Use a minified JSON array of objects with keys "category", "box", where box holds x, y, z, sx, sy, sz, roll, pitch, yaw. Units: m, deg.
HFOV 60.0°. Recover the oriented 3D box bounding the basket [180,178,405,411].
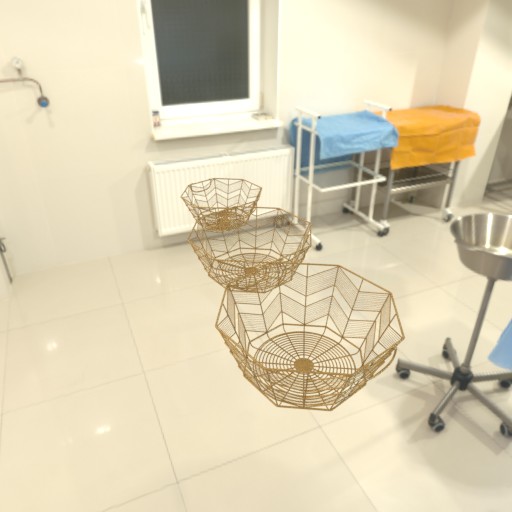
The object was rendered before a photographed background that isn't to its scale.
[{"category":"basket","box":[0.000,0.000,1.388,0.432,0.178,1.245,-9,31,-15]}]
